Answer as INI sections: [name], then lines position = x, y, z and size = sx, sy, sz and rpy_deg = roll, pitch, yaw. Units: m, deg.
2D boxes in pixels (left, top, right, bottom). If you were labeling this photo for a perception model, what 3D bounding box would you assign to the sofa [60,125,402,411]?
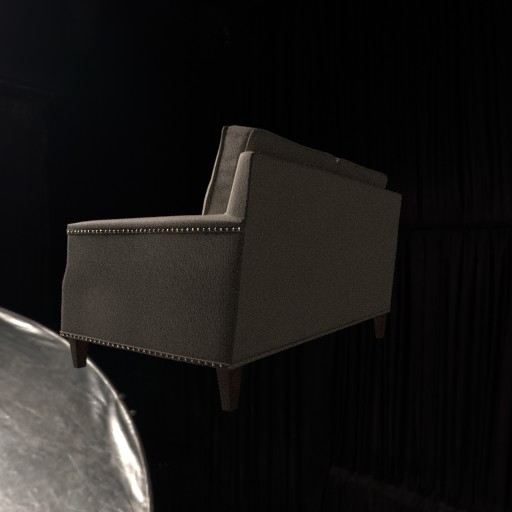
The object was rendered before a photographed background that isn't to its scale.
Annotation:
[sofa]
position = 0.000, 0.000, 2.329
size = 1.084, 1.003, 1.597
rpy_deg = 1, 2, 36
